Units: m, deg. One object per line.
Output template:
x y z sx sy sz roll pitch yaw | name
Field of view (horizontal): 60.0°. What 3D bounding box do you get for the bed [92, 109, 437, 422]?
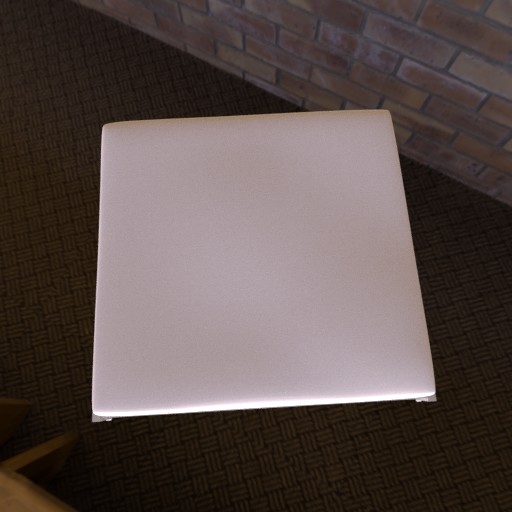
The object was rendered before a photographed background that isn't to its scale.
0.000 0.000 2.984 2.108 0.510 2.007 -3 74 -1 | bed
